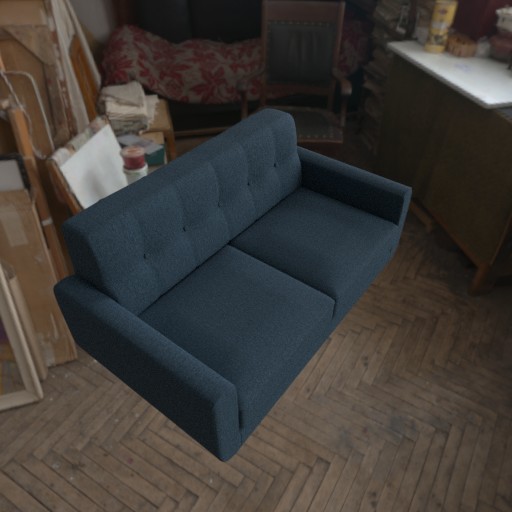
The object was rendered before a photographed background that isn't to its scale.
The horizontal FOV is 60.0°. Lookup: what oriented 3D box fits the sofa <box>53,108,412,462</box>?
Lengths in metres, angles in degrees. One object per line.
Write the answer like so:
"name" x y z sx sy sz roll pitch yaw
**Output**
"sofa" 0.000 0.000 2.243 0.942 0.896 1.651 27 48 27
